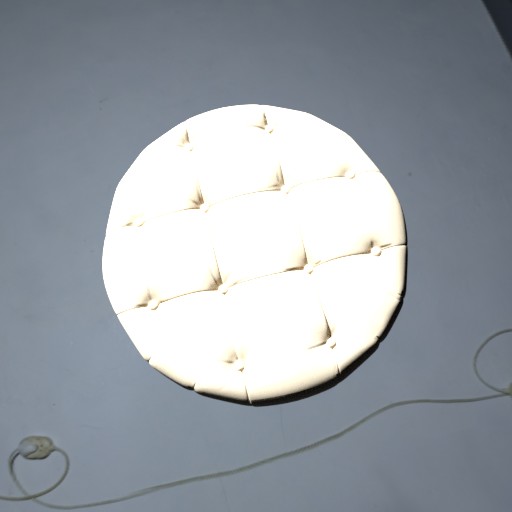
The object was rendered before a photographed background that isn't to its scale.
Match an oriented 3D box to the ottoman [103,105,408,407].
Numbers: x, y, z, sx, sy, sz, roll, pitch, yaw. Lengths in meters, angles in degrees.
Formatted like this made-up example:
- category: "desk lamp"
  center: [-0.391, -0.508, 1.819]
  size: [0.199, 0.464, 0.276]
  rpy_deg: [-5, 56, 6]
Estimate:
- category: "ottoman"
  center: [0.000, 0.000, 1.420]
  size: [0.901, 0.439, 0.901]
  rpy_deg: [0, 74, 0]
